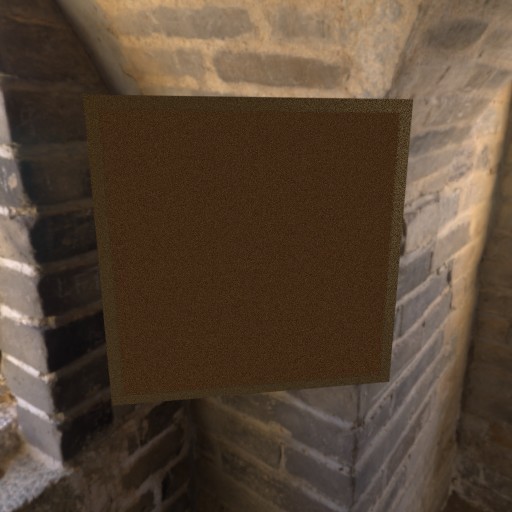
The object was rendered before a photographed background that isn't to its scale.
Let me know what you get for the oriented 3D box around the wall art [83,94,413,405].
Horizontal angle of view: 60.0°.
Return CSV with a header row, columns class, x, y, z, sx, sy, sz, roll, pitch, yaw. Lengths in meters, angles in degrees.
class,x,y,z,sx,sy,sz,roll,pitch,yaw
wall art,0.000,0.000,2.853,1.926,1.926,0.099,-2,15,-8
